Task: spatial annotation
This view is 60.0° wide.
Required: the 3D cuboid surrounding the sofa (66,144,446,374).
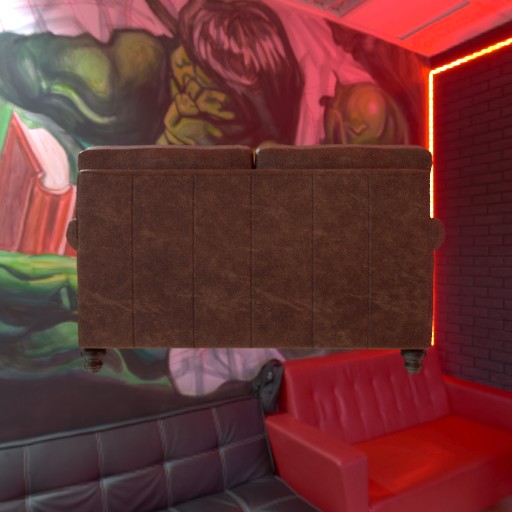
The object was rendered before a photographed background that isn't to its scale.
[{"bbox_3d":[0.000,0.000,2.256,1.616,0.967,0.990,0,-1,1],"label":"sofa"}]
